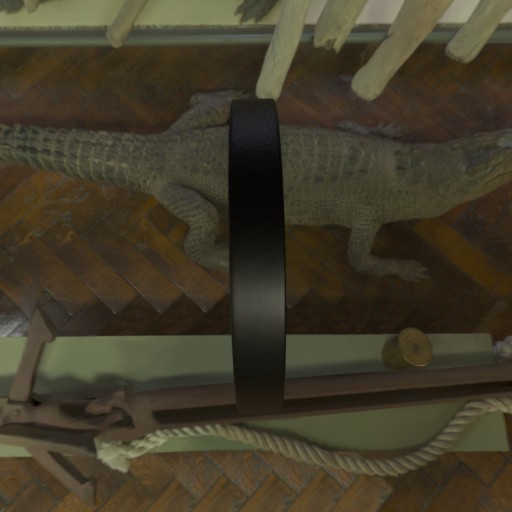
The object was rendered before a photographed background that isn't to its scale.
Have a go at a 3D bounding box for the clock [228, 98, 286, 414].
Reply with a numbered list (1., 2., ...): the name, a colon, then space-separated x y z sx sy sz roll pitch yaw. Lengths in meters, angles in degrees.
1. clock: 0.000 0.000 0.469 0.040 0.314 0.314 -1 74 0
